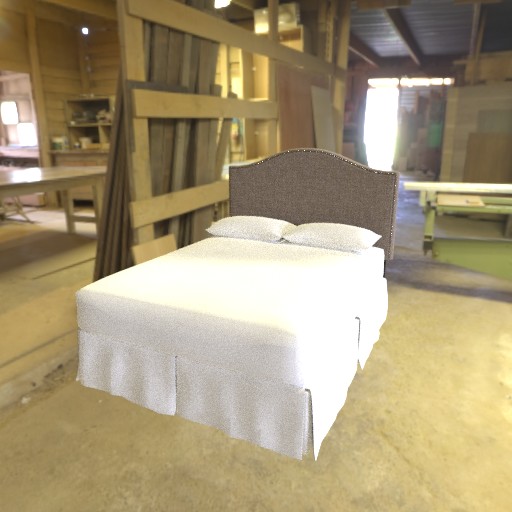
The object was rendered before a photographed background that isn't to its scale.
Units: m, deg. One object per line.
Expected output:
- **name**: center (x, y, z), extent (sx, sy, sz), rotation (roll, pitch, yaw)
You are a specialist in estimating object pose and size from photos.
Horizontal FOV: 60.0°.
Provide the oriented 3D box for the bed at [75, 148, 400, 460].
- **bed**: center (0.000, 0.000, 3.334), extent (1.713, 1.518, 2.153), rotation (8, 17, 25)
